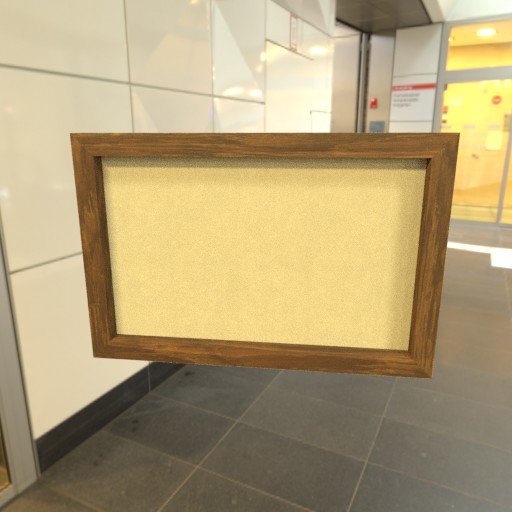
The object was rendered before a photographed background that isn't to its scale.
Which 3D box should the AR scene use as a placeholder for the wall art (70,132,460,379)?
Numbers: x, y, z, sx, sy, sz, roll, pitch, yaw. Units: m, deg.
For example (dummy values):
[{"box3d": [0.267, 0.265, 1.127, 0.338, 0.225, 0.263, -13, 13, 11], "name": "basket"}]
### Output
[{"box3d": [0.000, 0.000, 0.756, 0.609, 0.405, 0.035, 2, 15, 7], "name": "wall art"}]
